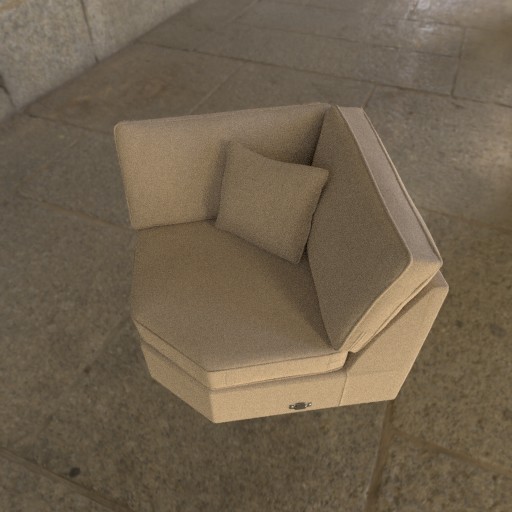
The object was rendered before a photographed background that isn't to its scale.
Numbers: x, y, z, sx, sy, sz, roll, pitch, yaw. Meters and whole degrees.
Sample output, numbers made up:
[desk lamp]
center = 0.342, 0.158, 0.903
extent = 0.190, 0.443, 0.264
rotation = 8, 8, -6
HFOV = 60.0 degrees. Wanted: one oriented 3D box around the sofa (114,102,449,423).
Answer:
[sofa]
center = 0.000, 0.000, 1.838
extent = 1.050, 0.937, 1.042
rotation = -5, 46, -5
